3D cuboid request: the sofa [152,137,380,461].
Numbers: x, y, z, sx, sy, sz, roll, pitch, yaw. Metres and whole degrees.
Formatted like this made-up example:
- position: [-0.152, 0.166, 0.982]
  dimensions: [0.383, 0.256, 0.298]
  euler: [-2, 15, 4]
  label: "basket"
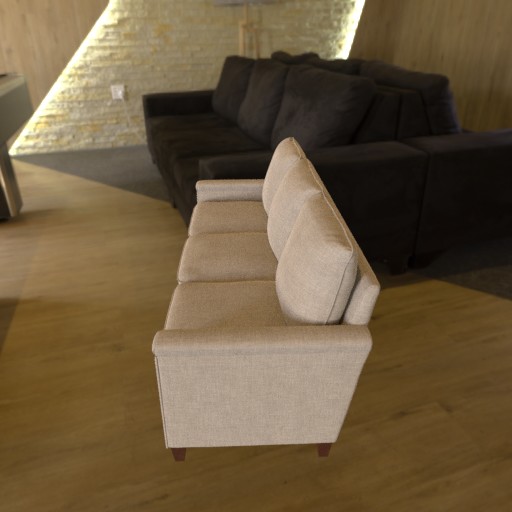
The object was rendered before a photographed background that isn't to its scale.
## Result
- position: [0.000, 0.000, 2.453]
  dimensions: [0.828, 0.959, 1.925]
  euler: [-1, 27, -2]
  label: "sofa"
